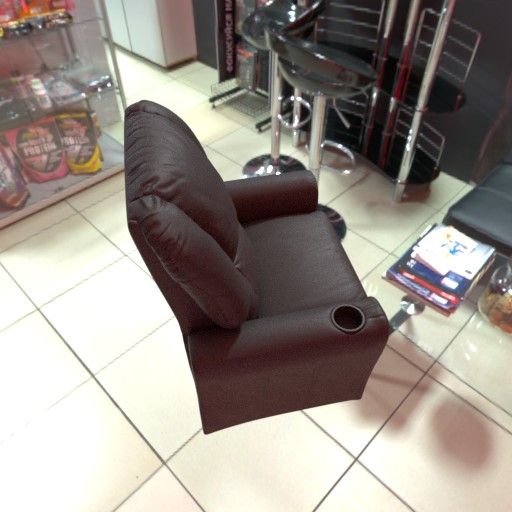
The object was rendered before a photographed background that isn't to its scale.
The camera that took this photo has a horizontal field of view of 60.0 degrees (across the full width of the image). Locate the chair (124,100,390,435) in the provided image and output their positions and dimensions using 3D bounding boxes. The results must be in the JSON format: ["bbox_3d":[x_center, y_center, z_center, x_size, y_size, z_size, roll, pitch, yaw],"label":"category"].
[{"bbox_3d":[0.000,0.000,1.117,0.521,0.709,0.610,-9,47,-9],"label":"chair"}]
